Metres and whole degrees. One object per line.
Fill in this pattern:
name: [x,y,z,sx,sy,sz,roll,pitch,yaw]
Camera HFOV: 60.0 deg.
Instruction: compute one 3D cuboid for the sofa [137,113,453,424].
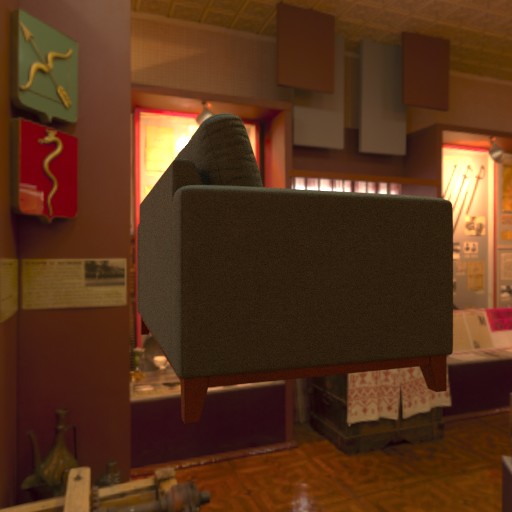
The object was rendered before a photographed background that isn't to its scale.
sofa: [0.000,0.000,2.028,0.955,0.903,1.489,0,0,-19]
